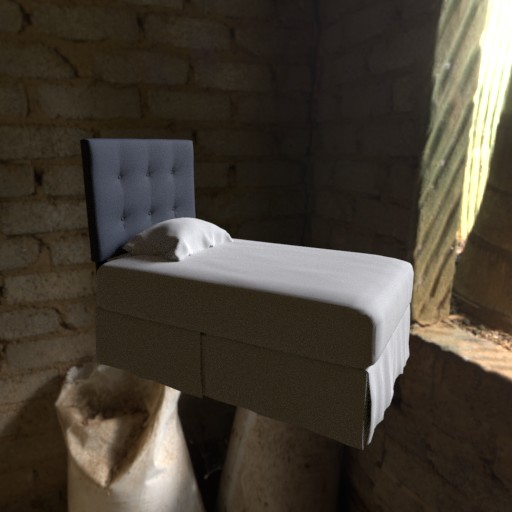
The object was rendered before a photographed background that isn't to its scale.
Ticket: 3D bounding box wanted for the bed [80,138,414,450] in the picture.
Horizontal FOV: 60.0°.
[{"bbox_3d":[0.000,0.000,3.060,1.997,1.571,1.261,7,16,27],"label":"bed"}]
